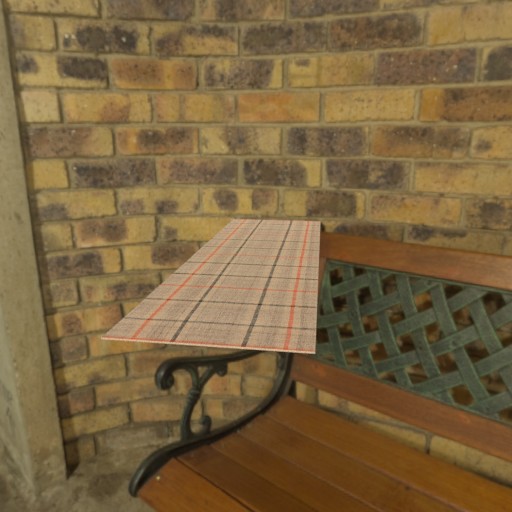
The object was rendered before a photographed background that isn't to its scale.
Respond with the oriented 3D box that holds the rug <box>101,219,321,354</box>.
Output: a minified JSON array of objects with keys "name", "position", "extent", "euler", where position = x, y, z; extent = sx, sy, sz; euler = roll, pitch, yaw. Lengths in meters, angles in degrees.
[{"name":"rug","position":[0.000,0.000,2.700],"extent":[0.762,0.008,2.439],"euler":[2,15,8]}]
